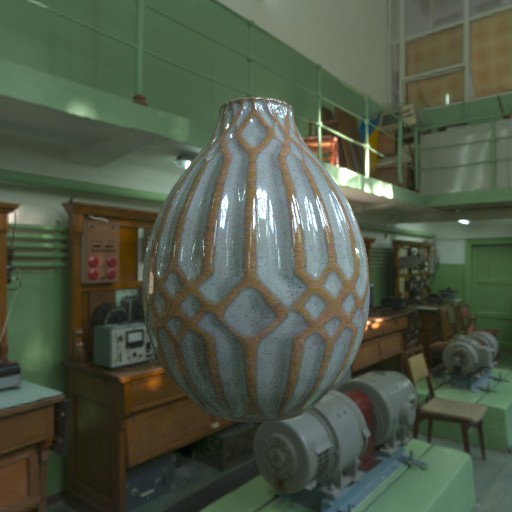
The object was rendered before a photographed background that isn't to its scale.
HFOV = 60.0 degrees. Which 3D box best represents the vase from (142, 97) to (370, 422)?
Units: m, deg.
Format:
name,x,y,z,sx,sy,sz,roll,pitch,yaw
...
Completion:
name,x,y,z,sx,sy,sz,roll,pitch,yaw
vase,0.000,0.000,0.264,0.131,0.175,0.131,0,-1,0
